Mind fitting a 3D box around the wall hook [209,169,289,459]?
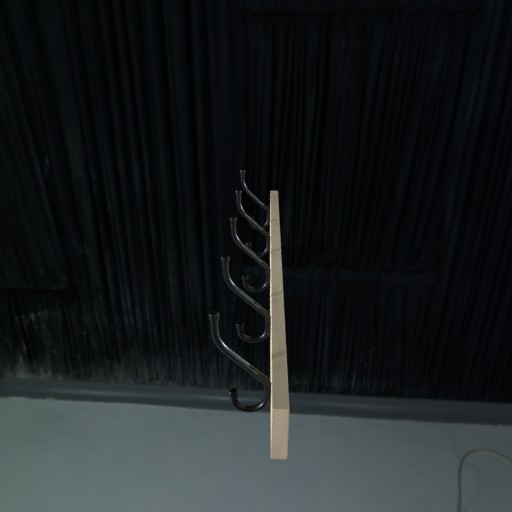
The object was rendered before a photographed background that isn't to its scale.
[{"bbox_3d":[0.000,0.000,0.622,0.071,0.117,0.571,1,27,1],"label":"wall hook"}]
